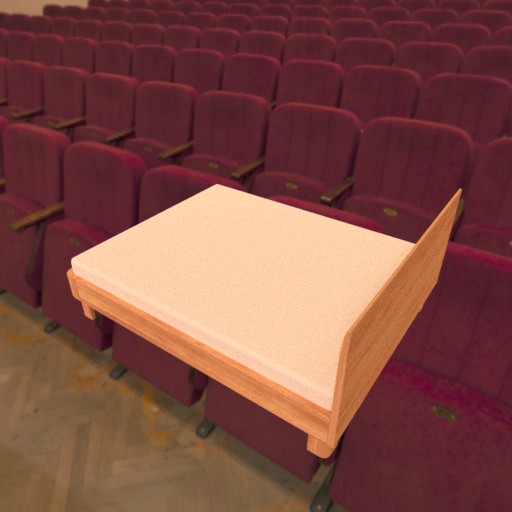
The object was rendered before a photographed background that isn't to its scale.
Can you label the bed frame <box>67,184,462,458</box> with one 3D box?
[{"bbox_3d":[0.000,0.000,3.059,2.092,0.940,1.660,21,38,29],"label":"bed frame"}]
